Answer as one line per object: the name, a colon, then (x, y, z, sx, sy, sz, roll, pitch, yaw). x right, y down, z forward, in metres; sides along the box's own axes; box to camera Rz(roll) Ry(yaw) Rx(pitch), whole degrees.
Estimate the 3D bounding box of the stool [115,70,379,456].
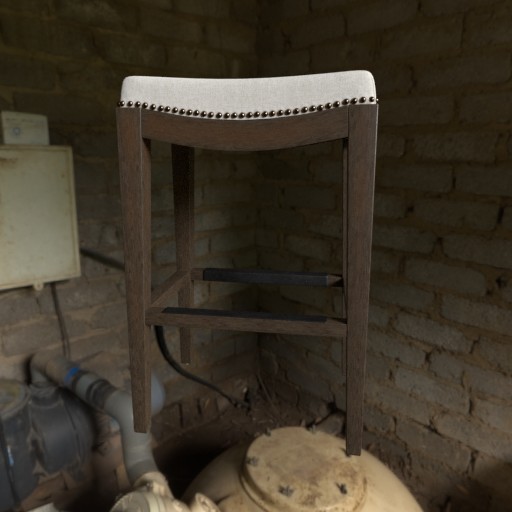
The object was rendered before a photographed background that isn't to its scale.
stool: (0.000, 0.000, 1.037, 0.498, 0.759, 0.358, 2, 14, 9)
